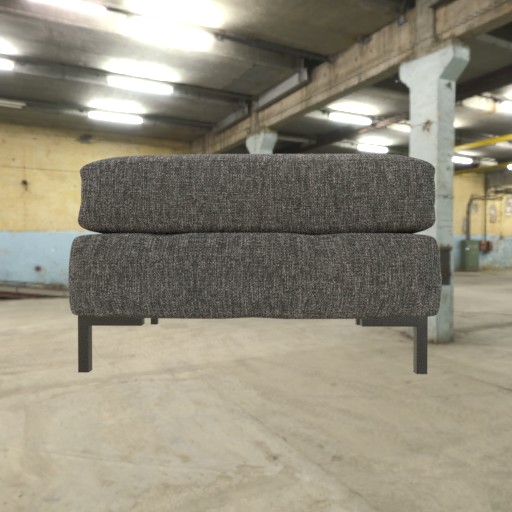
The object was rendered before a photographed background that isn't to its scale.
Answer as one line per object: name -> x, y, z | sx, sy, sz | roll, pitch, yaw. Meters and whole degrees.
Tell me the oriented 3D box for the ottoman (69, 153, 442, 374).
ottoman -> 0.000, 0.000, 1.229 | 0.828, 0.480, 0.683 | 0, 1, 1
